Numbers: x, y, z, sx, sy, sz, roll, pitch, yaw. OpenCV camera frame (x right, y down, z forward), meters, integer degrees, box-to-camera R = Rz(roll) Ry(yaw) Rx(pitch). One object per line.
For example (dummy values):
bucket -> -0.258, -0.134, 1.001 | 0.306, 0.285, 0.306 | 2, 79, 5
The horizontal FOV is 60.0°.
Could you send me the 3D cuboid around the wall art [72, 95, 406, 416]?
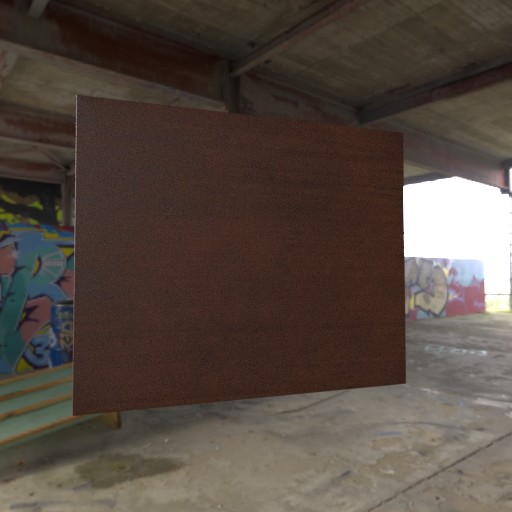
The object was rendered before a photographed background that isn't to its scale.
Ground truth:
wall art -> 0.000, 0.000, 0.531 | 0.401, 0.328, 0.030 | 1, -2, -19
